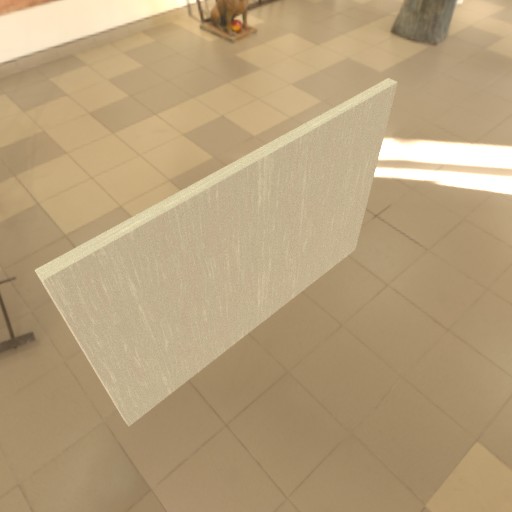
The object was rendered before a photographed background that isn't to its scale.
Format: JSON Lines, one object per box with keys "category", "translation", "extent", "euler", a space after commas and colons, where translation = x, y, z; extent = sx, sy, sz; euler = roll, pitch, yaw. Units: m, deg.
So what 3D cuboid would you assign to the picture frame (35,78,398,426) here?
{"category": "picture frame", "translation": [0.000, 0.000, 1.167], "extent": [0.950, 0.640, 0.029], "euler": [-34, 57, -26]}
